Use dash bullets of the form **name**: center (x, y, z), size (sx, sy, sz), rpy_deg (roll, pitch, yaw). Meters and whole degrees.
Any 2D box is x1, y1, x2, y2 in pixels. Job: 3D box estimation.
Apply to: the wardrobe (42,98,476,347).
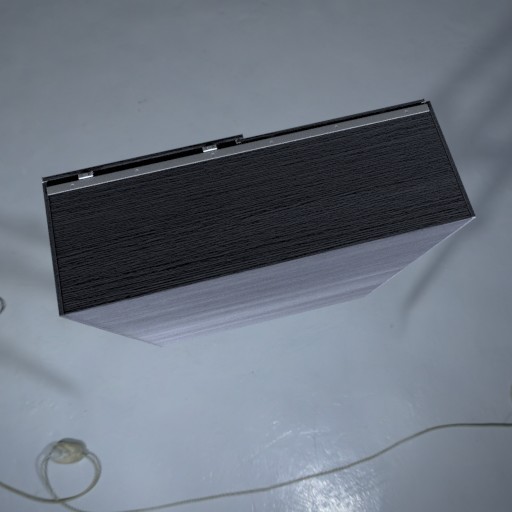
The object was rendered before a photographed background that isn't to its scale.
- **wardrobe**: center (0.000, 0.000, 2.853), size (1.780, 1.960, 0.629), rpy_deg (-13, 75, -4)
